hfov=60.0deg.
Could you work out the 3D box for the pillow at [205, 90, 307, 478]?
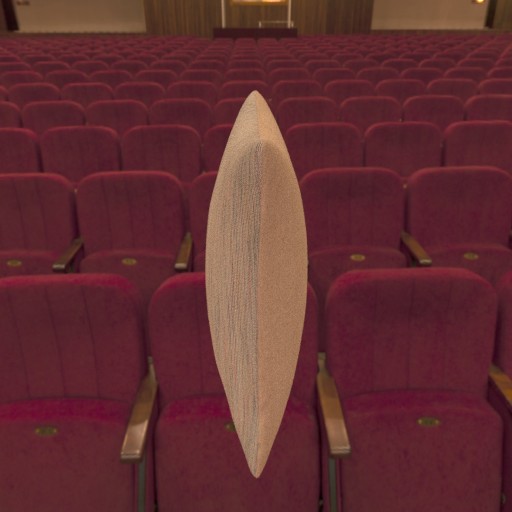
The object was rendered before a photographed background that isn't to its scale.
[{"bbox_3d":[0.000,0.000,0.790,0.178,0.506,0.512,0,26,-1],"label":"pillow"}]
